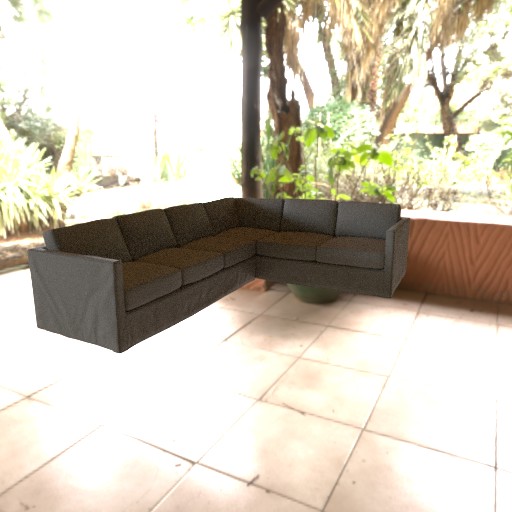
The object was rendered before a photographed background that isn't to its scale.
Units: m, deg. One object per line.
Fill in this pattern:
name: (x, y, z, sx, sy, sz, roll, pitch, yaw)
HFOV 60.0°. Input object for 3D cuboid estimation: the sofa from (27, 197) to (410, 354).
sofa: (0.000, 0.000, 4.358, 2.432, 0.871, 3.182, 7, 15, 26)
